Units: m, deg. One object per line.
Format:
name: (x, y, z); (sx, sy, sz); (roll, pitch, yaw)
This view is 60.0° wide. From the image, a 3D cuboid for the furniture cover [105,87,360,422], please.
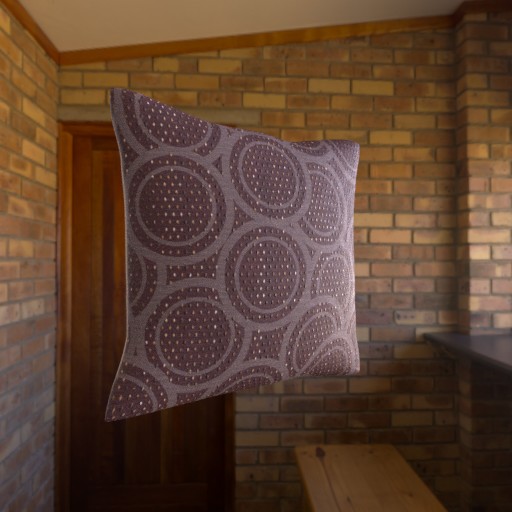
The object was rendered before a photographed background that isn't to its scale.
furniture cover: (0.000, 0.000, 0.825); (0.552, 0.509, 0.193); (1, -1, -35)
